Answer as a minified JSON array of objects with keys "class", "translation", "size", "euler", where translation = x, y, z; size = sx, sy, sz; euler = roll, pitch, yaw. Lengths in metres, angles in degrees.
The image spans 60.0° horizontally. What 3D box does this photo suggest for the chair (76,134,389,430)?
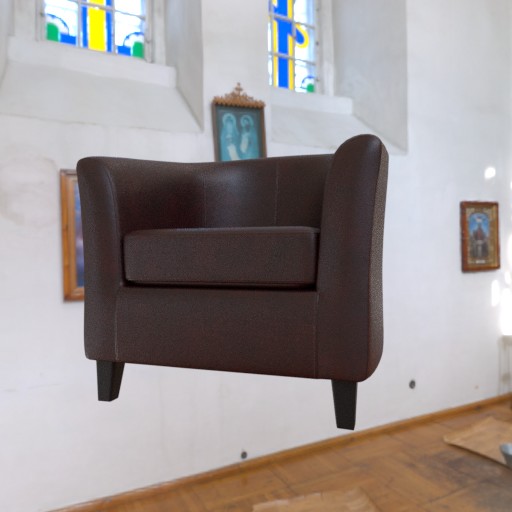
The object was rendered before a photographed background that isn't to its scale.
[{"class":"chair","translation":[0.000,0.000,1.373],"size":[0.792,0.756,0.727],"euler":[0,0,18]}]
